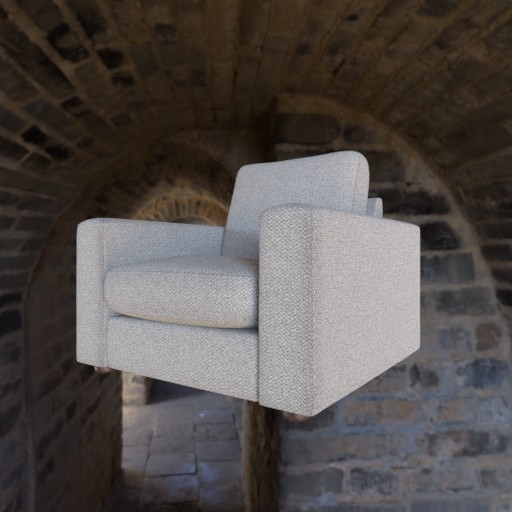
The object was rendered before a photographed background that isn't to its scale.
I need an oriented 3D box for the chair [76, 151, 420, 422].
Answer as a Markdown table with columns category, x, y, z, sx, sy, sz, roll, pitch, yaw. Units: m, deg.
| category | x | y | z | sx | sy | sz | roll | pitch | yaw |
| --- | --- | --- | --- | --- | --- | --- | --- | --- | --- |
| chair | 0.000 | 0.000 | 1.755 | 1.005 | 0.873 | 1.016 | 0 | 0 | 35 |
